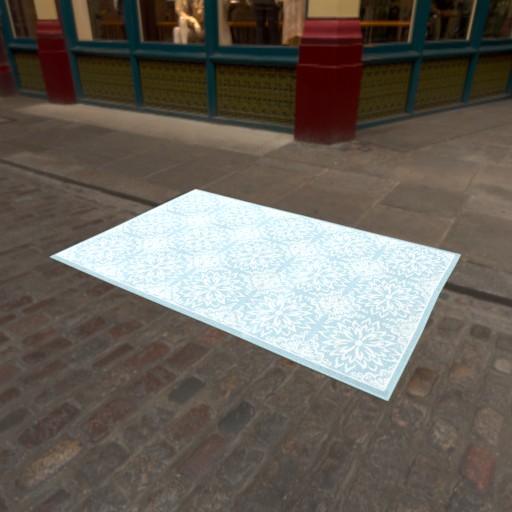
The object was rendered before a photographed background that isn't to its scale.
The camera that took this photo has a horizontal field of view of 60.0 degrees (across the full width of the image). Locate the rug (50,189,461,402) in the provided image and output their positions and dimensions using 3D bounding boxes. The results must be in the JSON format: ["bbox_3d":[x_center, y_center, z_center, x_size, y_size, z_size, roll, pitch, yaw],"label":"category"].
[{"bbox_3d":[0.000,0.000,2.374,1.840,0.012,1.219,17,33,28],"label":"rug"}]
